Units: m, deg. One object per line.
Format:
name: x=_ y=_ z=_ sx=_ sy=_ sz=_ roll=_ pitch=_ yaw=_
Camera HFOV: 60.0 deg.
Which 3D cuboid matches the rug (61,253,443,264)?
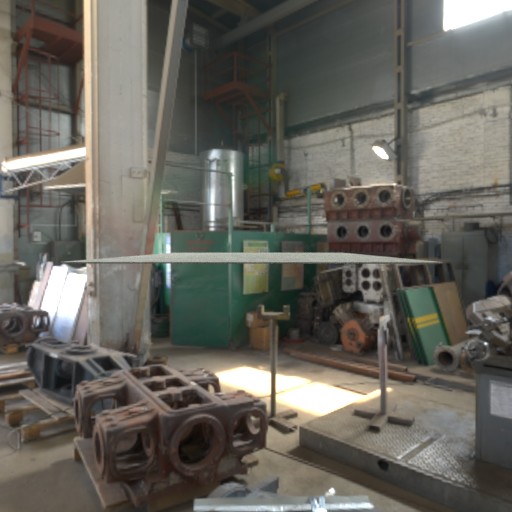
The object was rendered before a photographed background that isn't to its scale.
rug: x=0.000 y=0.000 z=2.902 sx=1.521 sy=0.006 sz=2.283 roll=0 pitch=1 yaw=1
